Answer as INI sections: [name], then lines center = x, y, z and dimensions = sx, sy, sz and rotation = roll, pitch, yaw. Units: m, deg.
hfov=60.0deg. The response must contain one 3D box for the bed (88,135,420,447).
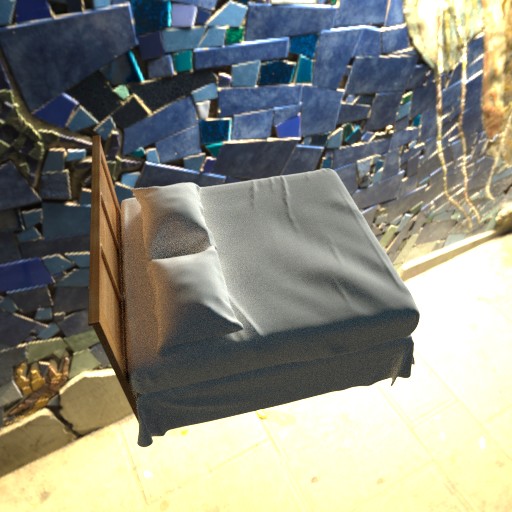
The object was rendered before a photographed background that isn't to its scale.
[bed]
center = 0.000, 0.000, 3.220
dimensions = 2.035, 1.273, 1.870
rotation = -10, 48, -9
